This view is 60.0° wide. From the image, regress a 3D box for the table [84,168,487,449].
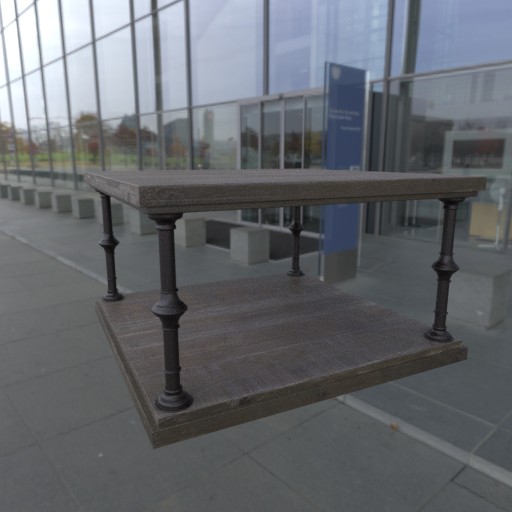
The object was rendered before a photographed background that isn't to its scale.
[{"bbox_3d":[0.000,0.000,1.091,0.696,0.400,0.696,-6,14,-26],"label":"table"}]
